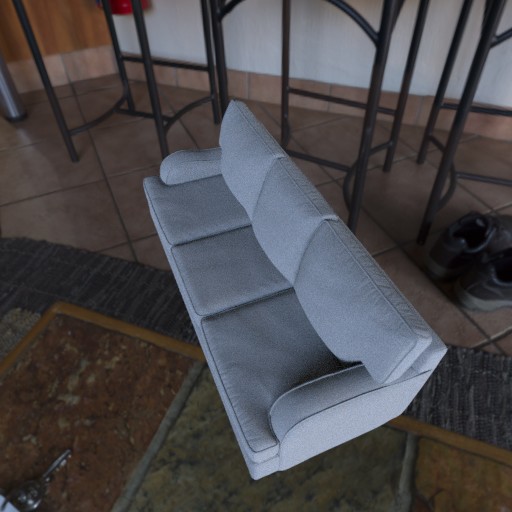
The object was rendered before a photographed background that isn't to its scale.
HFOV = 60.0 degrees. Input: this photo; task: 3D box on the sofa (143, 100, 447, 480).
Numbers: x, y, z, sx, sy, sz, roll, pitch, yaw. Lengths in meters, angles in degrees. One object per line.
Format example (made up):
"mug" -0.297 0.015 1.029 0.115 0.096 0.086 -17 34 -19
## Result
"sofa" 0.000 0.000 2.864 1.016 0.997 2.323 -17 48 -15
